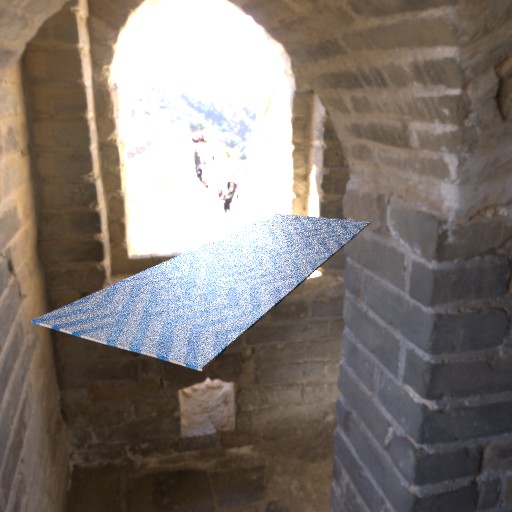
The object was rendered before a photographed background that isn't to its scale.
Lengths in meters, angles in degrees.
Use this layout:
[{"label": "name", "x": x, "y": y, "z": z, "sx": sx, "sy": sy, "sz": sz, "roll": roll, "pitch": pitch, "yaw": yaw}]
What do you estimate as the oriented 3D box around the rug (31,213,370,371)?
[{"label": "rug", "x": 0.000, "y": 0.000, "z": 1.625, "sx": 0.503, "sy": 0.007, "sz": 1.492, "roll": 8, "pitch": 19, "yaw": 25}]
